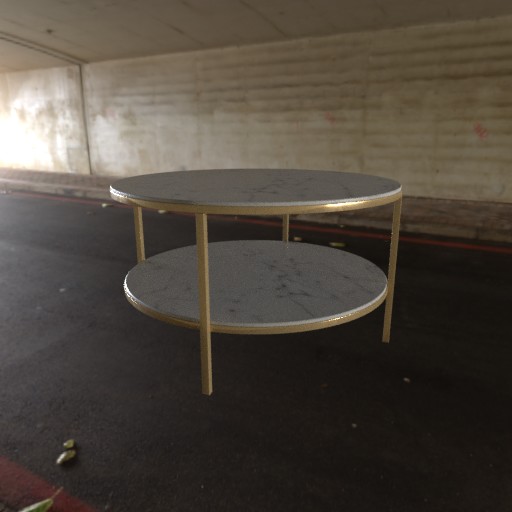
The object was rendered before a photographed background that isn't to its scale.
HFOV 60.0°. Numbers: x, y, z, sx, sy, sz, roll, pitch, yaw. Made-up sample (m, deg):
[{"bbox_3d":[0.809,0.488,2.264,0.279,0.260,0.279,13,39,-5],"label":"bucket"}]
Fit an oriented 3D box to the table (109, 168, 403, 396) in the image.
[{"bbox_3d":[0.000,0.000,1.329,0.800,0.450,0.800,0,16,0],"label":"table"}]
